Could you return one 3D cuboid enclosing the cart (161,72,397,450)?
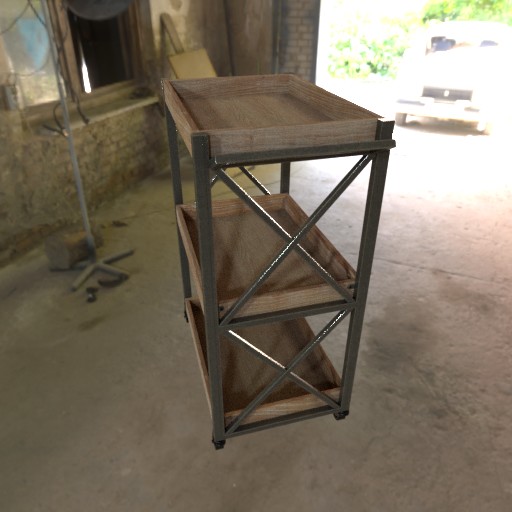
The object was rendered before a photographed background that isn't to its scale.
[{"bbox_3d":[0.000,0.000,1.202,0.377,0.835,0.673,-8,32,-13],"label":"cart"}]
